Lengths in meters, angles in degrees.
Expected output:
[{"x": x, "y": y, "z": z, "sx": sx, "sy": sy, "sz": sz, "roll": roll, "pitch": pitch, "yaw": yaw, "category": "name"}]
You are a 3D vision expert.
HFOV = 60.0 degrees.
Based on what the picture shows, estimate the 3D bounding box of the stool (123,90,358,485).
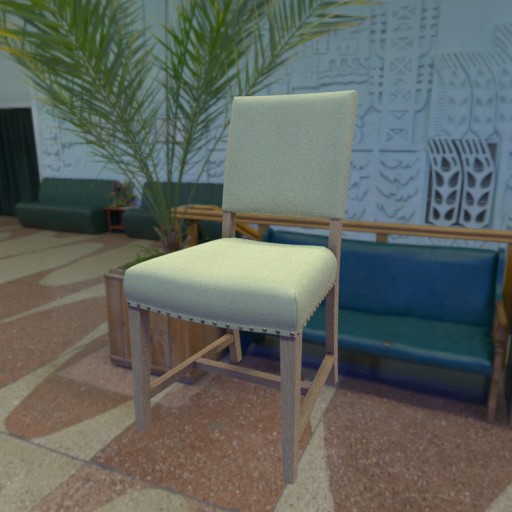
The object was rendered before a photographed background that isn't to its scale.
[{"x": 0.000, "y": 0.000, "z": 1.349, "sx": 0.508, "sy": 0.986, "sz": 0.623, "roll": 7, "pitch": 15, "yaw": 25, "category": "stool"}]
